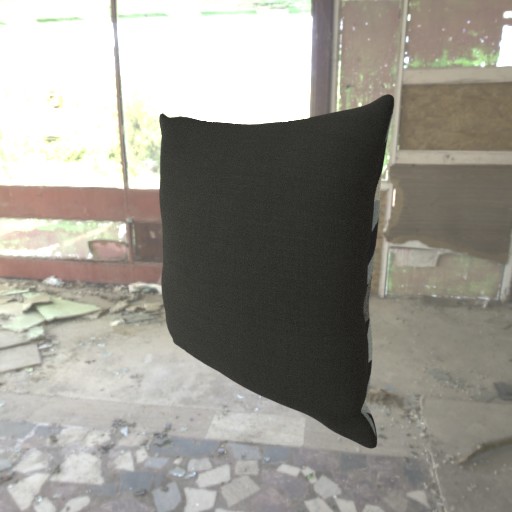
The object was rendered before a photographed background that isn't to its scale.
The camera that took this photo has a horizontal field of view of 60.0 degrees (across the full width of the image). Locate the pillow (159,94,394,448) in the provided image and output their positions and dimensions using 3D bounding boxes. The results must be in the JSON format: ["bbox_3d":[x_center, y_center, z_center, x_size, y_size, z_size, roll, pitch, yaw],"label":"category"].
[{"bbox_3d":[0.000,0.000,0.760,0.503,0.496,0.208,15,21,42],"label":"pillow"}]
